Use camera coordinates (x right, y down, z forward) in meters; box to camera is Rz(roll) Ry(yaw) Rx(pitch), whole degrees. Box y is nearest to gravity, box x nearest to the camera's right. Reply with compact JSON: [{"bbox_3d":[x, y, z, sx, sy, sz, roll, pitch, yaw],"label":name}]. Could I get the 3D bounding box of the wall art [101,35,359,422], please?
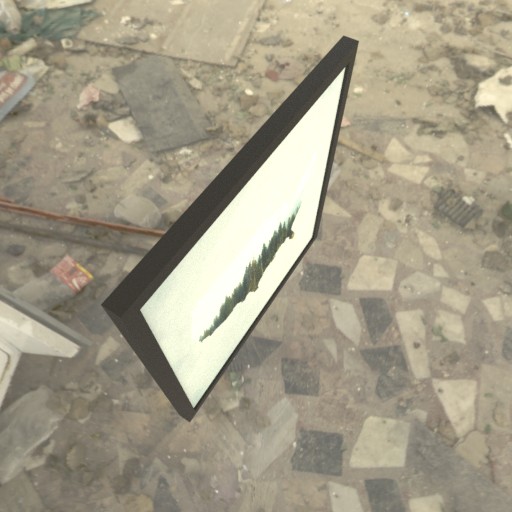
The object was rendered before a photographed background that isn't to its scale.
[{"bbox_3d":[0.000,0.000,1.121,0.038,0.763,0.763,29,63,16],"label":"wall art"}]
